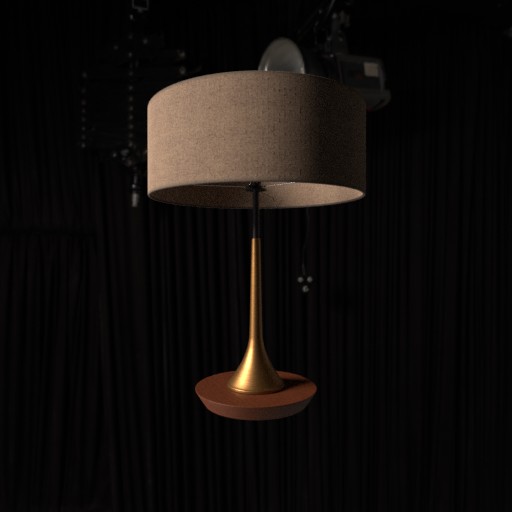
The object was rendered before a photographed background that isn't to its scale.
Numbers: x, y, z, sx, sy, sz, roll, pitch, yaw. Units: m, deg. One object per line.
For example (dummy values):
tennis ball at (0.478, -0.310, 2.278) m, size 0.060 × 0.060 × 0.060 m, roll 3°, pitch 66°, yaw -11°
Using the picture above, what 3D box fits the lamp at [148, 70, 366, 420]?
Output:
lamp at (0.000, 0.000, 0.837) m, size 0.396 × 0.551 × 0.417 m, roll 0°, pitch 1°, yaw -18°
